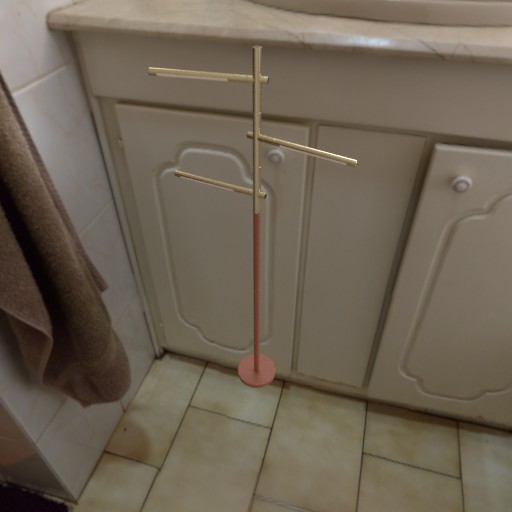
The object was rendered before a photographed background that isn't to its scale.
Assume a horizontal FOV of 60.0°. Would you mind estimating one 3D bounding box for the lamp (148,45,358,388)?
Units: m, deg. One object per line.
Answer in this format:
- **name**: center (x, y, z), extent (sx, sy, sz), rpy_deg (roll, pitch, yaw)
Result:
- **lamp**: center (0.000, 0.000, 1.926), extent (0.737, 1.704, 0.209), rpy_deg (12, 42, 13)
